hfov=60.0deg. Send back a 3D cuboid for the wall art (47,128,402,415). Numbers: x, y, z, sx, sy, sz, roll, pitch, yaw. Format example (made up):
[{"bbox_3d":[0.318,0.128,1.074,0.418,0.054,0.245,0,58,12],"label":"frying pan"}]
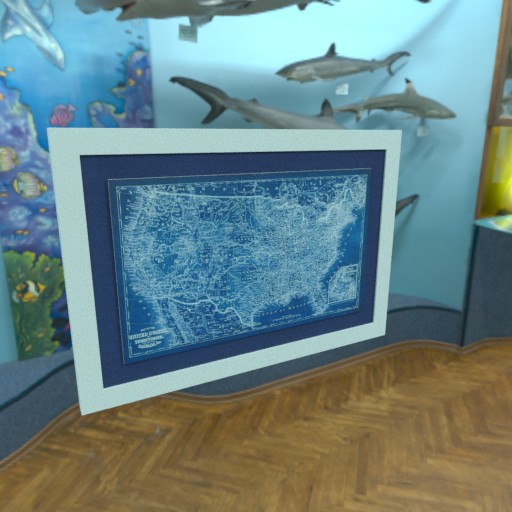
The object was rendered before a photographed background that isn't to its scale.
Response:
[{"bbox_3d":[0.000,0.000,1.641,1.308,0.902,0.051,-8,17,-27],"label":"wall art"}]
